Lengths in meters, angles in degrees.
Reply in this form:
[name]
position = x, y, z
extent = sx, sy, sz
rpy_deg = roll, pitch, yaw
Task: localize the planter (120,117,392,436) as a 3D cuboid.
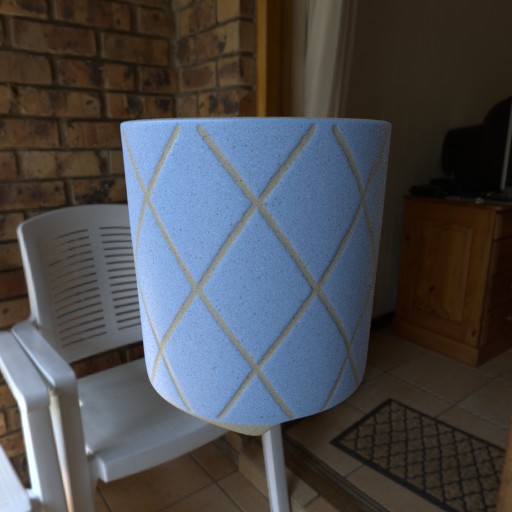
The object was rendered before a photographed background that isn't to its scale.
[planter]
position = 0.000, 0.000, 0.349
extent = 0.191, 0.200, 0.191
rpy_deg = 0, 14, 0
